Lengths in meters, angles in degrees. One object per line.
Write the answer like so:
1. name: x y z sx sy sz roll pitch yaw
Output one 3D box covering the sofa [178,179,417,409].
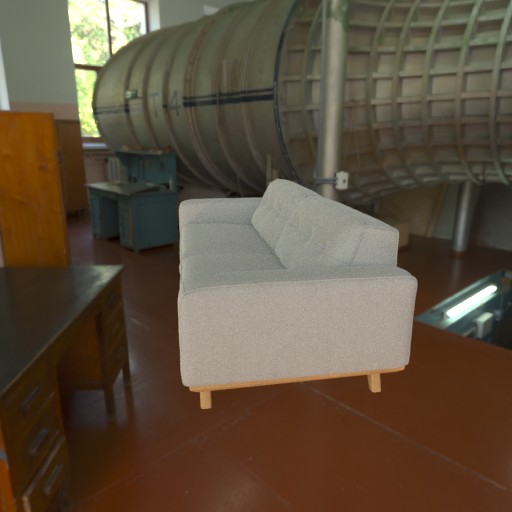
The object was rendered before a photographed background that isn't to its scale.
1. sofa: 0.000 0.000 2.781 0.956 0.781 2.270 -3 16 -9
